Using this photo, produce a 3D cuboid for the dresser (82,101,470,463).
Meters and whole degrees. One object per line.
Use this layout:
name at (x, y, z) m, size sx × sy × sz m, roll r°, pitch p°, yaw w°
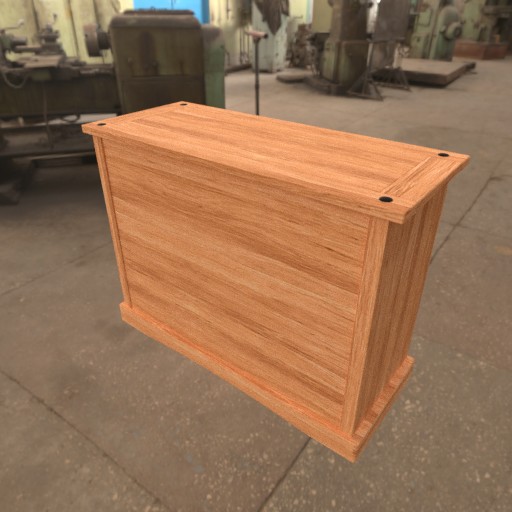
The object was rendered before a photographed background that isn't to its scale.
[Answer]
dresser at (0.000, 0.000, 1.377) m, size 0.990 × 0.740 × 0.410 m, roll 22°, pitch 37°, yaw 32°
